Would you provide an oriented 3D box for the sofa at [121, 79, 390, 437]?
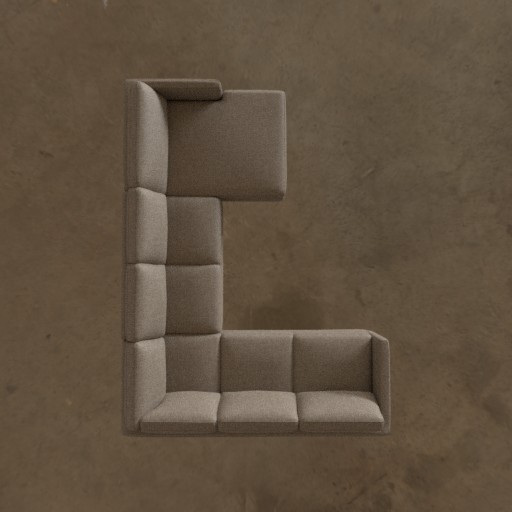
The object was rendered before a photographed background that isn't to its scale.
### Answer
[{"bbox_3d":[0.000,0.000,4.425,2.551,0.889,3.403,0,88,-1],"label":"sofa"}]
